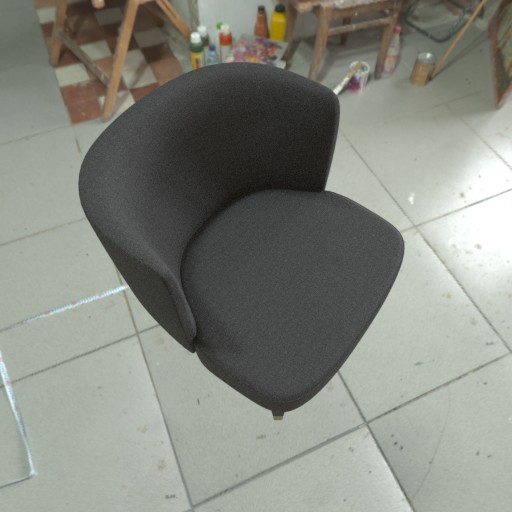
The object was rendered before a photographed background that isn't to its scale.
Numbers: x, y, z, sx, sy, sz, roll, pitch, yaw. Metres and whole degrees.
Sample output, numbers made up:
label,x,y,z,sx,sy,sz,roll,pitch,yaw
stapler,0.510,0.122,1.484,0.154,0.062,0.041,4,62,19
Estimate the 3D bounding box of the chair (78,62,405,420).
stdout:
label,x,y,z,sx,sy,sz,roll,pitch,yaw
chair,0.000,0.000,1.214,0.698,0.695,0.639,32,63,19
